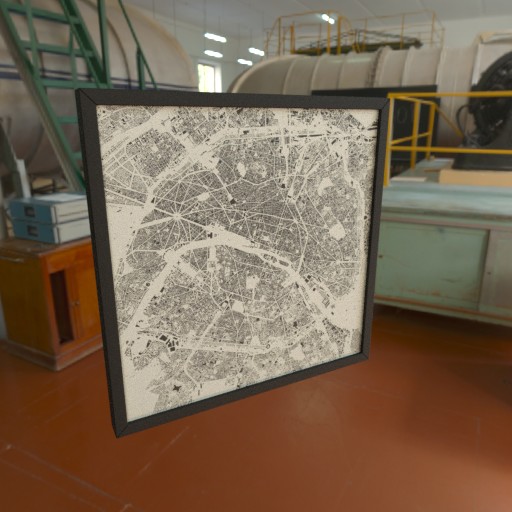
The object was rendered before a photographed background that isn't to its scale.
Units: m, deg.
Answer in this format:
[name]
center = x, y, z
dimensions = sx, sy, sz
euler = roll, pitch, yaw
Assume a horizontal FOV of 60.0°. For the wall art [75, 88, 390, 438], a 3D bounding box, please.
[wall art]
center = 0.000, 0.000, 0.740
dimensions = 0.508, 0.508, 0.037
euler = -9, 19, -27
